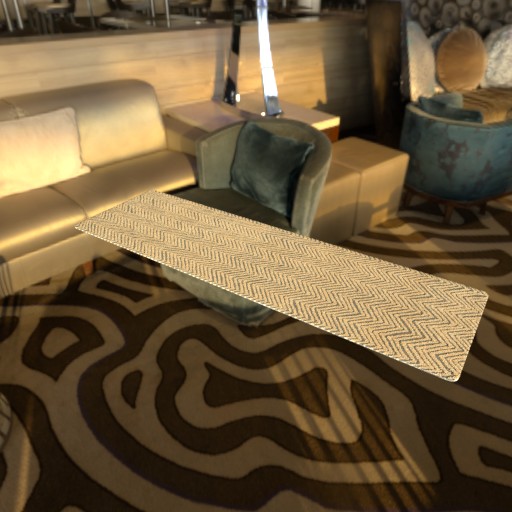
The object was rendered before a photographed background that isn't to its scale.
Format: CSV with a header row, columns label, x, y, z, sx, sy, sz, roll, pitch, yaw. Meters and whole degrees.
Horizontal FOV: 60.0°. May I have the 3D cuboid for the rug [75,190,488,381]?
label,x,y,z,sx,sy,sz,roll,pitch,yaw
rug,0.000,0.000,2.464,2.286,0.008,0.686,19,37,28
